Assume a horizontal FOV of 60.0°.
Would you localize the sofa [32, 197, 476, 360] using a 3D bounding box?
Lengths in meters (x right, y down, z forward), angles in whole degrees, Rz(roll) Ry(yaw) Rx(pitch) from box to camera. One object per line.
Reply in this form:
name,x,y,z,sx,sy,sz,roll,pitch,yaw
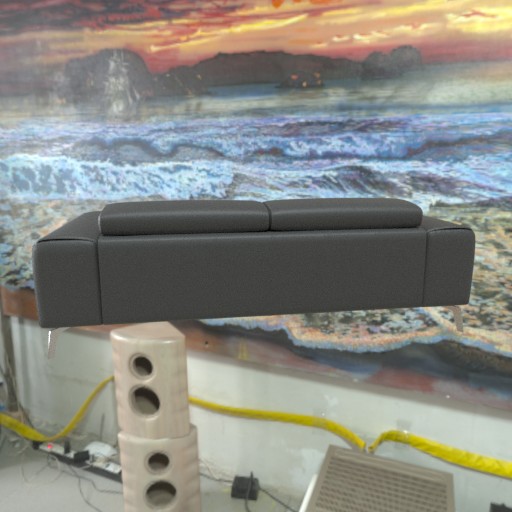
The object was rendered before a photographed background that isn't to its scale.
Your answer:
sofa,0.000,0.000,2.780,2.321,0.759,1.023,-2,13,-9
